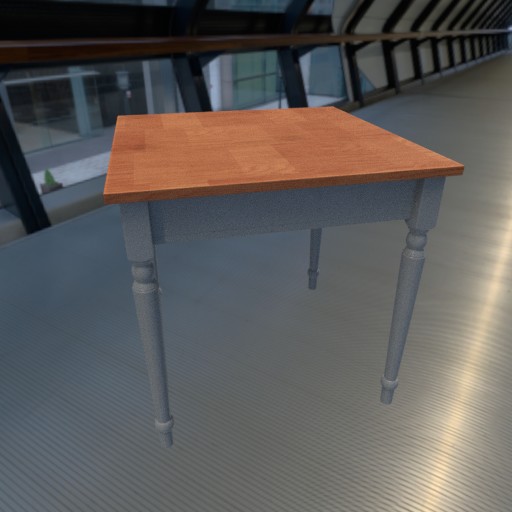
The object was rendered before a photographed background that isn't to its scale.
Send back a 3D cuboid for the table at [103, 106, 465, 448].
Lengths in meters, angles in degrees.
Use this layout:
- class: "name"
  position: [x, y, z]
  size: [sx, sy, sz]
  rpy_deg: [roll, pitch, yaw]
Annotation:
- class: "table"
  position: [0.000, 0.000, 1.372]
  size: [0.747, 0.738, 0.747]
  rpy_deg: [-6, 29, -12]
